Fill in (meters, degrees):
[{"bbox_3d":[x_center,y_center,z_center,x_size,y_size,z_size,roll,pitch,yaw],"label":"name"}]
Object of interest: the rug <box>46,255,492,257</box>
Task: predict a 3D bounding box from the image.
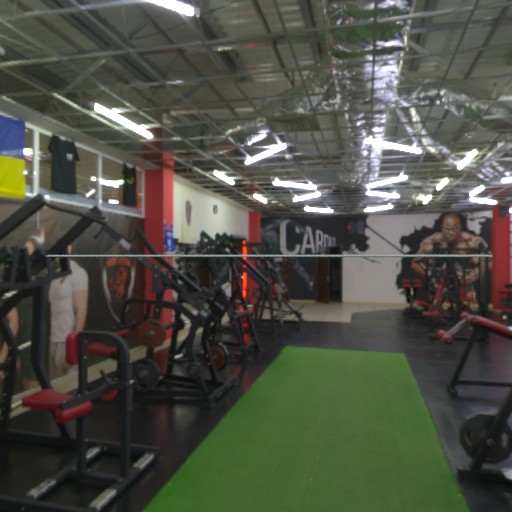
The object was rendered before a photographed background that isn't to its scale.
[{"bbox_3d":[0.000,0.000,2.425,2.196,0.011,0.662,0,0,16],"label":"rug"}]
